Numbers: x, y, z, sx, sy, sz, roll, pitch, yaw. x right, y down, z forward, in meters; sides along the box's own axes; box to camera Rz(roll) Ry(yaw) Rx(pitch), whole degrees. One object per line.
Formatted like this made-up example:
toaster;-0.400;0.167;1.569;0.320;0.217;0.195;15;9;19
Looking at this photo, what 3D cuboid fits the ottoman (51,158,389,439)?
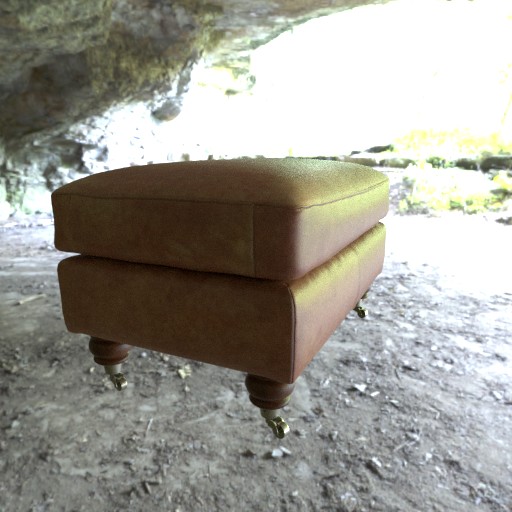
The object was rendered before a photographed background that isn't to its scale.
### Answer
ottoman;0.000;0.000;1.176;0.565;0.507;0.852;6;15;25
